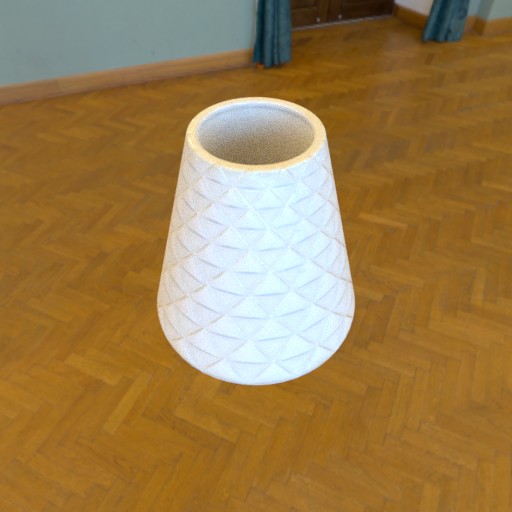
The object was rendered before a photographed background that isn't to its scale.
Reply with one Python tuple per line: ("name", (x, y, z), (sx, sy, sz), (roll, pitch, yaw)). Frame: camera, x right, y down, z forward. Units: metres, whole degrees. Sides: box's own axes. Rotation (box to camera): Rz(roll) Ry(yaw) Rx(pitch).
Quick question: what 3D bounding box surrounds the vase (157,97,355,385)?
("vase", (0.000, 0.000, 0.362), (0.175, 0.230, 0.175), (0, 47, 0))
